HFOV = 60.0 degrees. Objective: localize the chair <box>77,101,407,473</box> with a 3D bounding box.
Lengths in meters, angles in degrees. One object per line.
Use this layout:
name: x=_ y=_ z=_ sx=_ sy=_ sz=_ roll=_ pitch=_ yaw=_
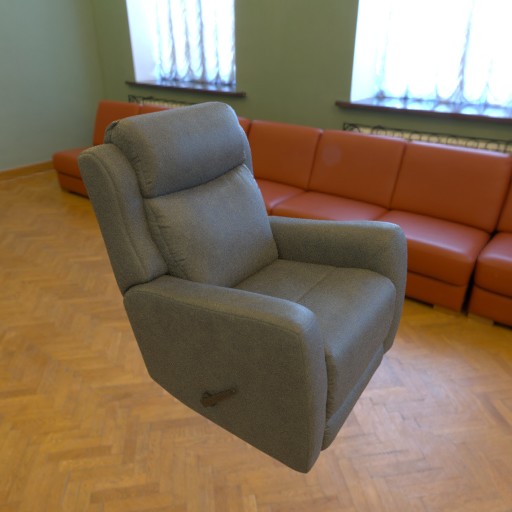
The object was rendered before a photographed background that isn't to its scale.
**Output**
chair: x=0.000 y=0.000 z=1.867 sx=1.068 sy=1.116 sz=0.967 roll=18 pitch=32 yaw=31
